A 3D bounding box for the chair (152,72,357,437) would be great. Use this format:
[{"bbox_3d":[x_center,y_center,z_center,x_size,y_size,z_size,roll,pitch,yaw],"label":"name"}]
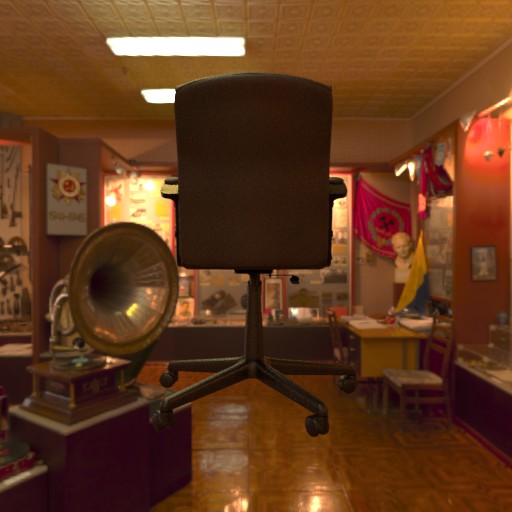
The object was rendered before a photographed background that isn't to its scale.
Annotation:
[{"bbox_3d":[0.000,0.000,1.535,0.739,1.004,0.717,0,1,1],"label":"chair"}]
